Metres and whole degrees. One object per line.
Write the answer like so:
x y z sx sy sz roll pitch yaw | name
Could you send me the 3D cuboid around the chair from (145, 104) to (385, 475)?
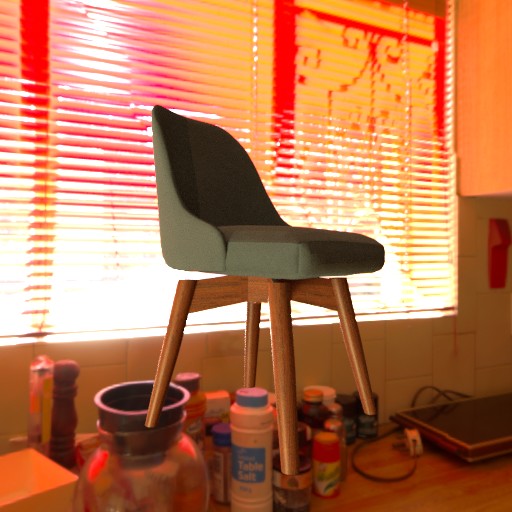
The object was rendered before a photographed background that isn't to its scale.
0.000 0.000 1.220 0.589 0.882 0.503 0 0 36 | chair
